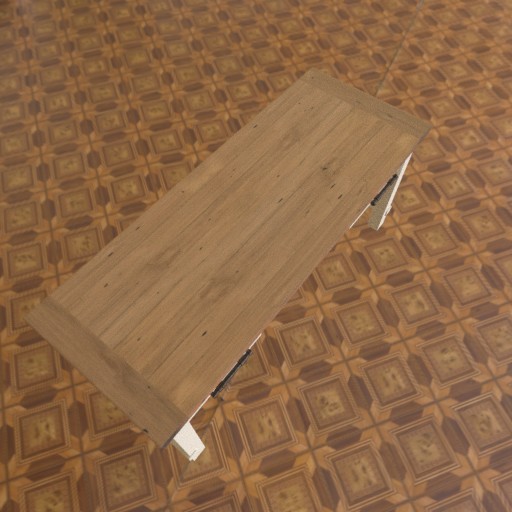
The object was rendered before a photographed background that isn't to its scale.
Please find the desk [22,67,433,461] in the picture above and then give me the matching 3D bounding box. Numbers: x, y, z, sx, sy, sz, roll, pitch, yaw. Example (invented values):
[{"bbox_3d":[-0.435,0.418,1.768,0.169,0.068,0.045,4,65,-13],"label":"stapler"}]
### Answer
[{"bbox_3d":[0.000,0.000,2.155,0.688,0.762,1.803,34,64,19],"label":"desk"}]
